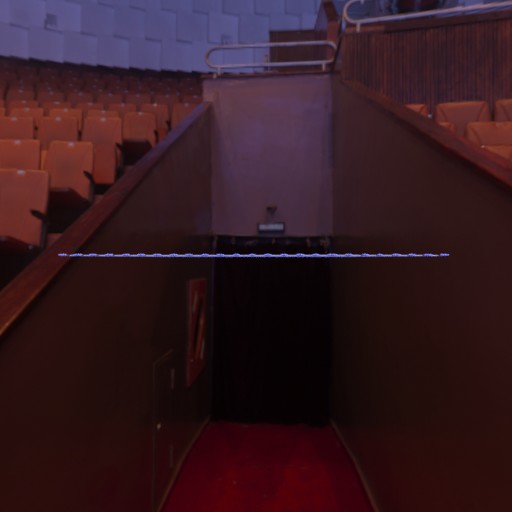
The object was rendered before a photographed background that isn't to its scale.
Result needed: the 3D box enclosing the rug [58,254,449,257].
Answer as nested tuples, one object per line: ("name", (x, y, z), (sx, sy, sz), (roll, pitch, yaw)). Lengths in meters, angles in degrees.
("rug", (0.000, 0.000, 2.891), (1.544, 0.010, 2.315), (0, 0, 1))
